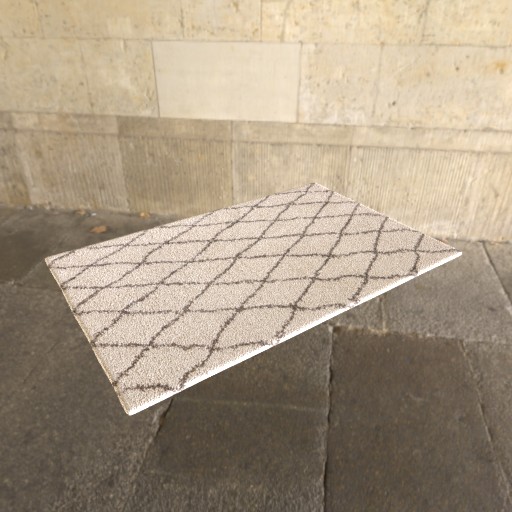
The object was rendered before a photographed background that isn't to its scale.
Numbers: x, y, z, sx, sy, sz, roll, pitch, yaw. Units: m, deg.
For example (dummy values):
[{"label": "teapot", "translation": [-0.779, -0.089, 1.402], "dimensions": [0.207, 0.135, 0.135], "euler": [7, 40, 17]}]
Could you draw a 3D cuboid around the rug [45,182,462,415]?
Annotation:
[{"label": "rug", "translation": [0.000, 0.000, 3.457], "dimensions": [2.743, 0.030, 1.778], "euler": [-20, 36, -29]}]
